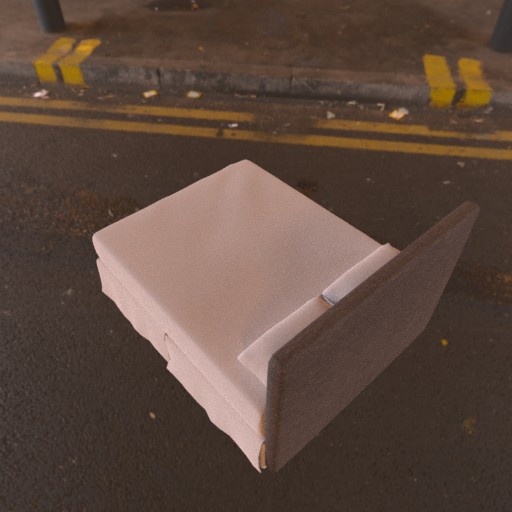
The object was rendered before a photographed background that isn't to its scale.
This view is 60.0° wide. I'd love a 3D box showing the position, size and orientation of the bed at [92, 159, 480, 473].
[{"bbox_3d":[0.000,0.000,3.227,1.723,1.330,2.142,-32,54,-28],"label":"bed"}]
